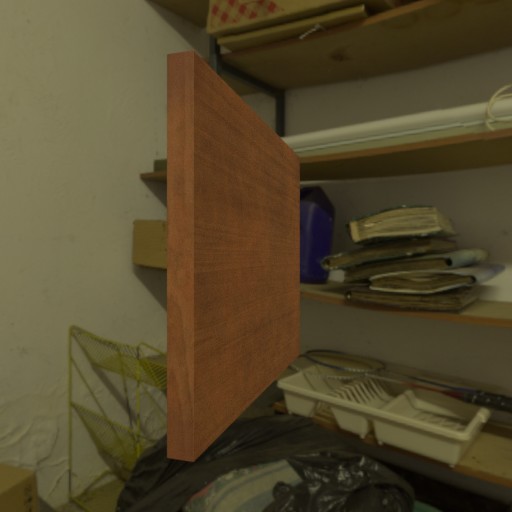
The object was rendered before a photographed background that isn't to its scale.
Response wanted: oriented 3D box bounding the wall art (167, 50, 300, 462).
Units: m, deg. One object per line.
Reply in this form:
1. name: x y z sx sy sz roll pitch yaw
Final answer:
1. wall art: 0.000 0.000 0.762 0.033 0.457 0.558 0 0 18
